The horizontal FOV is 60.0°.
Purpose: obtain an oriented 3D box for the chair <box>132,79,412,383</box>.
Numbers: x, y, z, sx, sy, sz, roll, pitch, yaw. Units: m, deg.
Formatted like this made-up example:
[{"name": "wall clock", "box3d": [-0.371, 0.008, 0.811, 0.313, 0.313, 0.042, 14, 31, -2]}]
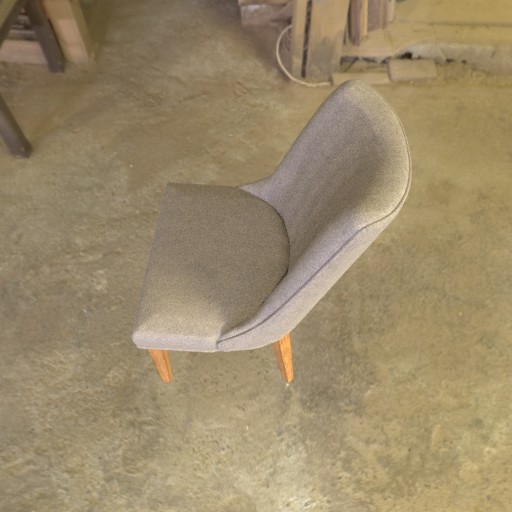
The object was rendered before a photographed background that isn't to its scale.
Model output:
[{"name": "chair", "box3d": [0.000, 0.000, 1.288, 0.636, 0.916, 0.548, 3, 57, 2]}]
